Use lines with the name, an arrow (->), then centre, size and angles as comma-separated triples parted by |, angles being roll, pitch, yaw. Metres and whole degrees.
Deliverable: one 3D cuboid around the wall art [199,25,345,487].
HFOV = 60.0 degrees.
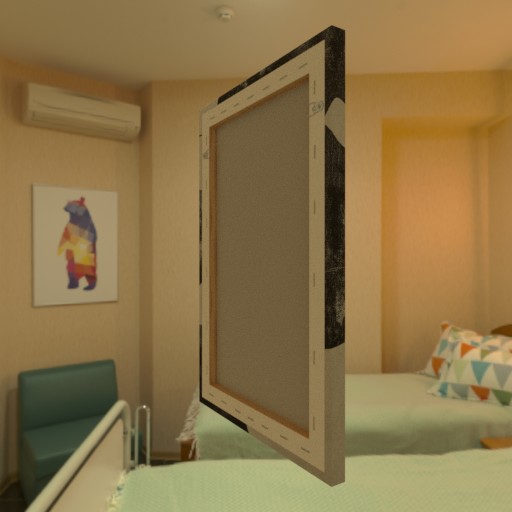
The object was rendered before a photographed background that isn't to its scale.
wall art -> 0.000, 0.000, 1.143 | 0.041, 0.915, 0.610 | 0, 0, -33
